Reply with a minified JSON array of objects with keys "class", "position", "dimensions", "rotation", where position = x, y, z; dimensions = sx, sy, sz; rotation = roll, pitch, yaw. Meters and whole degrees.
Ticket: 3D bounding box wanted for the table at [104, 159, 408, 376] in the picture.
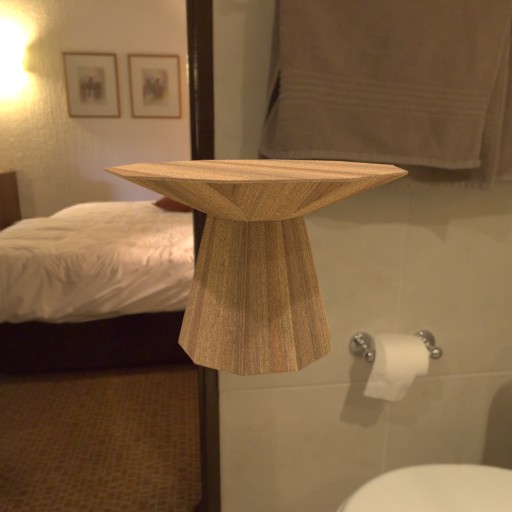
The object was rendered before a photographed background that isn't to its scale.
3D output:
[{"class":"table","position":[0.000,0.000,1.900],"dimensions":[1.186,0.752,1.186],"rotation":[0,15,0]}]
